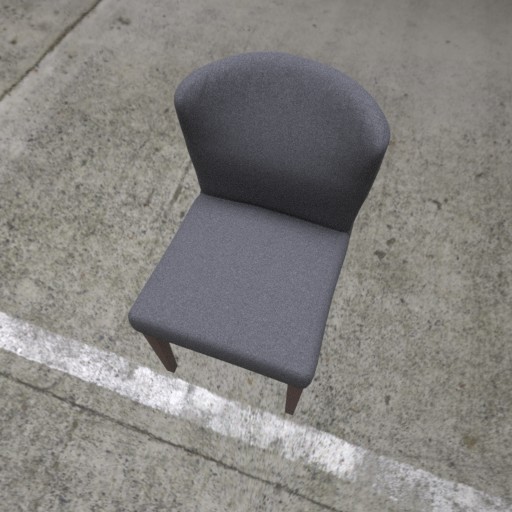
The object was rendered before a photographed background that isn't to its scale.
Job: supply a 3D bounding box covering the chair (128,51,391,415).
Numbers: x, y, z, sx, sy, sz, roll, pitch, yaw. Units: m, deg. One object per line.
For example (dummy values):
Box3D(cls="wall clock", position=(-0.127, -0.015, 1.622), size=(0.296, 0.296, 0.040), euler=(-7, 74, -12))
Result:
Box3D(cls="chair", position=(0.000, 0.000, 1.204), size=(0.491, 0.839, 0.592), euler=(16, 59, 10))
